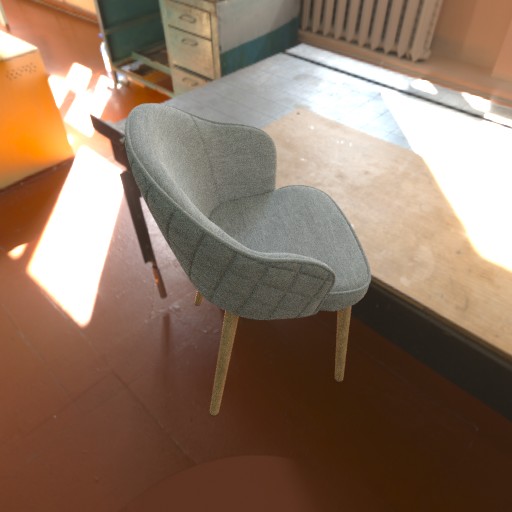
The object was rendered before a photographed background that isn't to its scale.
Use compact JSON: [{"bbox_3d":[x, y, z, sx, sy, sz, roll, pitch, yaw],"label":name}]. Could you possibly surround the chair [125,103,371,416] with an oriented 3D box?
[{"bbox_3d":[0.000,0.000,1.178,0.530,0.800,0.540,-8,45,-8],"label":"chair"}]
